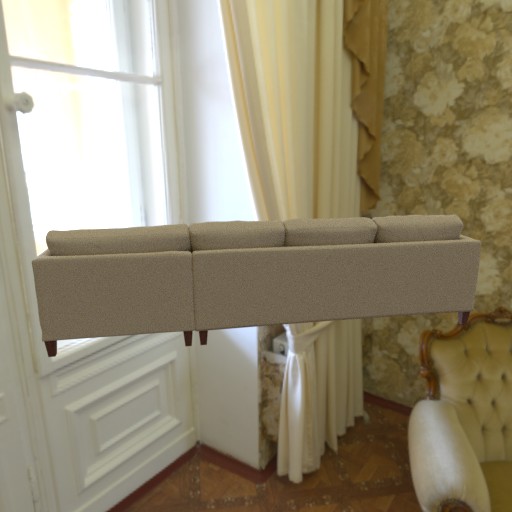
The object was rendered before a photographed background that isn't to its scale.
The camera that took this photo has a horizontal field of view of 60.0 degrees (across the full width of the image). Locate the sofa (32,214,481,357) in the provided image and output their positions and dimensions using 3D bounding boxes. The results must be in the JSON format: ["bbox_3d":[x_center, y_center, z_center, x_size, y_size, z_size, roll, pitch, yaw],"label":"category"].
[{"bbox_3d":[0.000,0.000,3.889,3.186,0.861,1.625,-3,15,-10],"label":"sofa"}]
